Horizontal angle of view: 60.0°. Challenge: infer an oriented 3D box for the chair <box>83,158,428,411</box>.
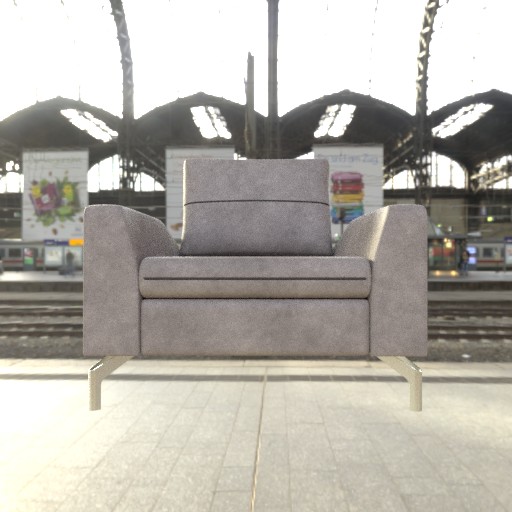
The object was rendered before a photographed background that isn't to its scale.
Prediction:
[{"bbox_3d":[0.000,0.000,1.571,0.900,0.800,0.900,0,0,0],"label":"chair"}]
